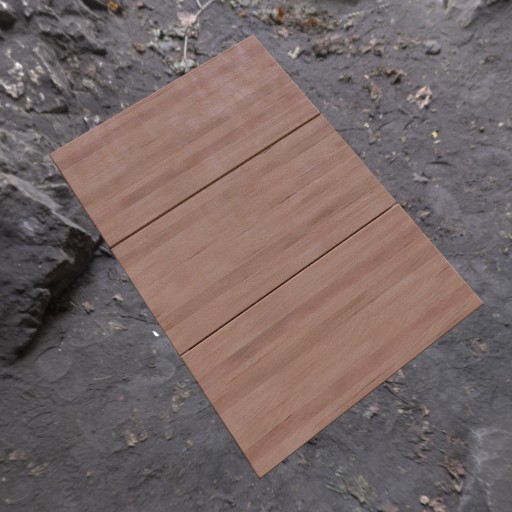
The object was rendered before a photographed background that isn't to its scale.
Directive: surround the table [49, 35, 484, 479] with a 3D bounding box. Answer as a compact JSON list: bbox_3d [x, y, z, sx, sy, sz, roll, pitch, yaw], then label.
[{"bbox_3d":[0.000,0.000,1.884,0.900,0.770,1.300,-34,77,-9],"label":"table"}]
